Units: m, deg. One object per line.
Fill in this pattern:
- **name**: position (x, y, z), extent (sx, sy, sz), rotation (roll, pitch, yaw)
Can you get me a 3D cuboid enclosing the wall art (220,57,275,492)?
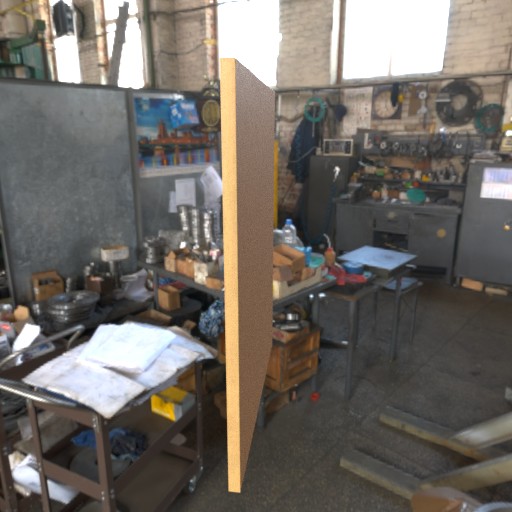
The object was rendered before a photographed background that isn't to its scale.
- **wall art**: position (0.000, 0.000, 1.351), extent (0.030, 1.002, 0.798), rotation (2, 16, 7)
